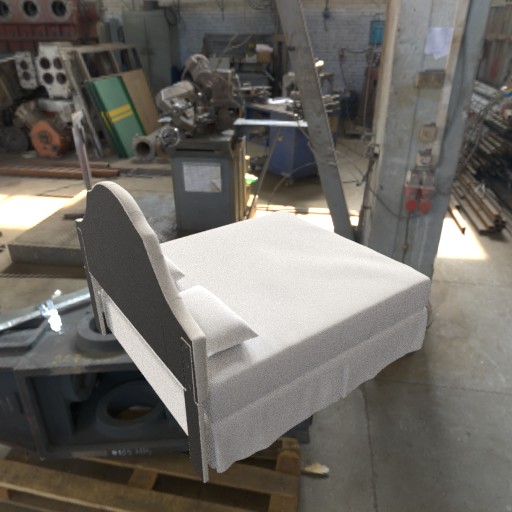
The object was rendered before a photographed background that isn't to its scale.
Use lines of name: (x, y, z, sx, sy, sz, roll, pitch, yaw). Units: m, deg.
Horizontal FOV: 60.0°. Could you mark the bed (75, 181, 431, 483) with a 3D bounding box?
bed: (0.000, 0.000, 3.594, 2.214, 1.615, 2.008, -19, 33, -32)
